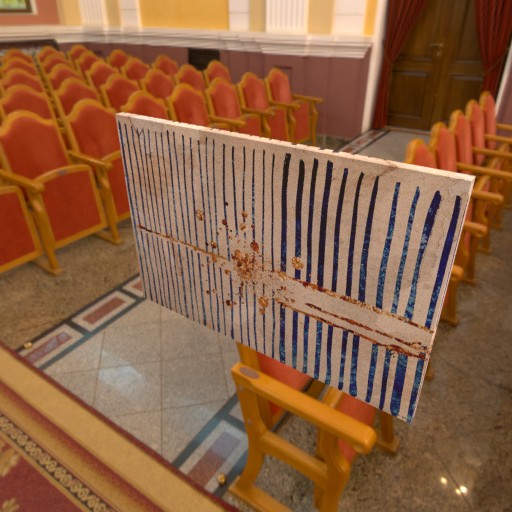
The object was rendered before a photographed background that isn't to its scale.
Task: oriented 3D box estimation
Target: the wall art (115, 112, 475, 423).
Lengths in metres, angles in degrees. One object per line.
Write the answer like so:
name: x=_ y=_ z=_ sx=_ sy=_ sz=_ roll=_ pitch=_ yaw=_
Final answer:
wall art: x=0.000 y=0.000 z=1.146 sx=0.919 sy=0.609 sz=0.030 roll=19 pitch=35 yaw=30
